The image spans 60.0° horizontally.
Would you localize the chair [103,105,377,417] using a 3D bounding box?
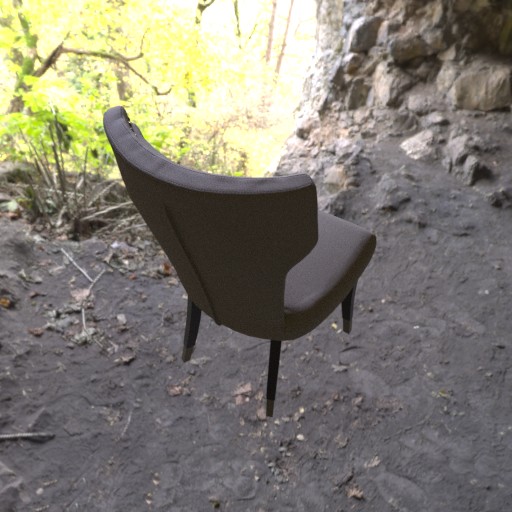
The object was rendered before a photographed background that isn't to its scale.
[{"bbox_3d":[0.000,0.000,1.292,0.526,0.955,0.630,26,51,23],"label":"chair"}]
